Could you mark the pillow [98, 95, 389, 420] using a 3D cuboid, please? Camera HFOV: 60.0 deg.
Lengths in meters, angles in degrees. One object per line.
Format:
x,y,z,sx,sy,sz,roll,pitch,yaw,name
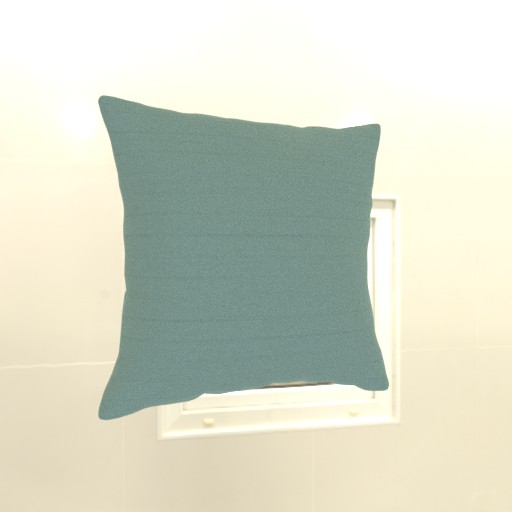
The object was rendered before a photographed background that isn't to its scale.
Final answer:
0.000,0.000,0.700,0.470,0.464,0.175,0,0,-18,pillow
